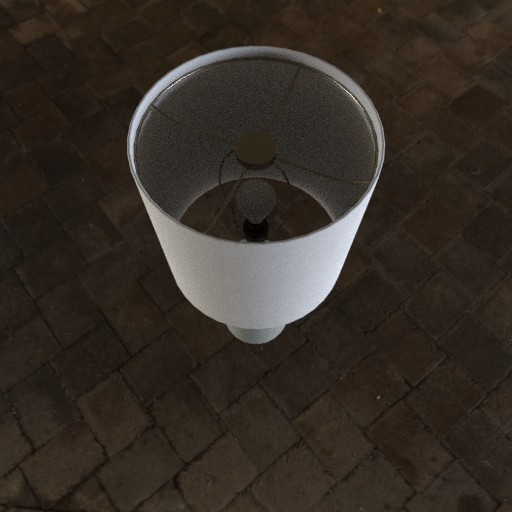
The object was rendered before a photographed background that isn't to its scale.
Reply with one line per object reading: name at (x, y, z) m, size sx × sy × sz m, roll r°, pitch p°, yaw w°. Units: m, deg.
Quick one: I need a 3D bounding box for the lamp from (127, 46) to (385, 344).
lamp at (0.000, 0.000, 0.594) m, size 0.220 × 0.475 × 0.220 m, roll 35°, pitch 68°, yaw 16°
